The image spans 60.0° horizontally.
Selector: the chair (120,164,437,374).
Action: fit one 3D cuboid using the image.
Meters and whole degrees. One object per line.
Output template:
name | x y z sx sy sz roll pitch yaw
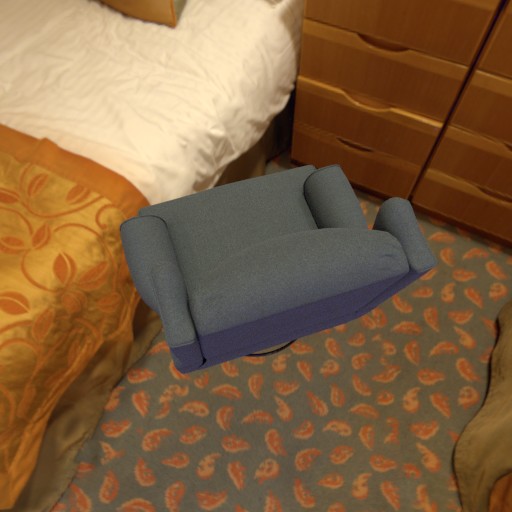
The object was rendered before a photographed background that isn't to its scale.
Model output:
chair | 0.000 0.000 1.735 0.971 1.020 0.877 -16 61 -9
